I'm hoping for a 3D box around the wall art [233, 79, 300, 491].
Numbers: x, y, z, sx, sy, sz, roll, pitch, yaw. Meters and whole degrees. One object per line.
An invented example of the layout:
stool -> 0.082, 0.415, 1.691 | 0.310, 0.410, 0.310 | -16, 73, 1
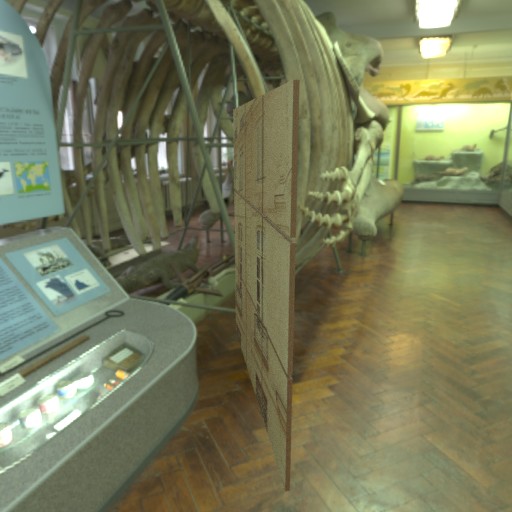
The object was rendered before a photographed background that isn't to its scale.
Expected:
wall art -> 0.000, 0.000, 1.826 | 0.024, 1.218, 1.221 | -3, 15, -9
